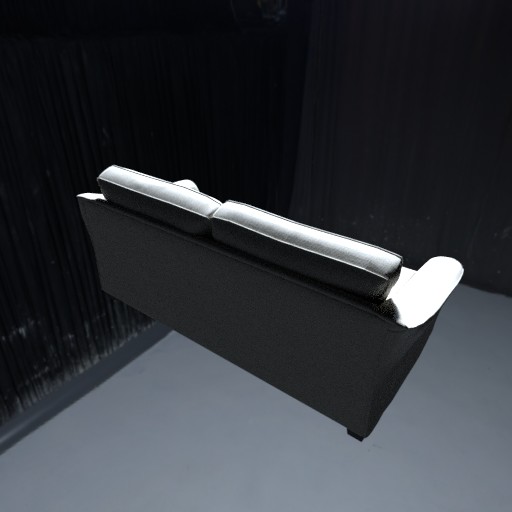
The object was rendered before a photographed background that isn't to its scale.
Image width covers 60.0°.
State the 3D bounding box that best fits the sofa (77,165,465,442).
[{"bbox_3d":[0.000,0.000,2.765,2.270,0.965,0.980,21,36,32],"label":"sofa"}]
